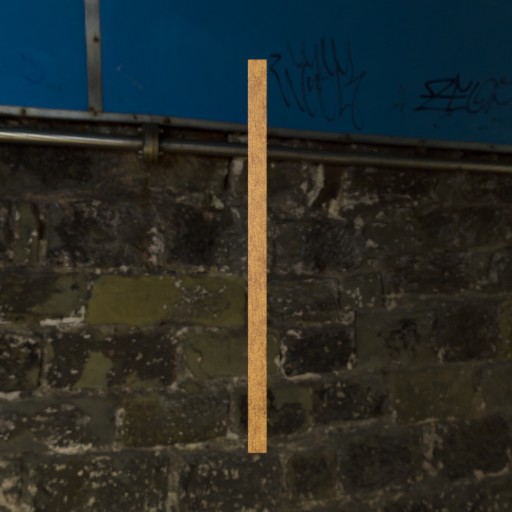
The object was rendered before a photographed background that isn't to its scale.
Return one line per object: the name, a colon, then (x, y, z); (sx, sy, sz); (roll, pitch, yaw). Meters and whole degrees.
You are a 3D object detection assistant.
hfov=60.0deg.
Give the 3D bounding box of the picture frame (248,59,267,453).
picture frame: (0.000, 0.000, 1.161); (0.029, 0.621, 0.922); (0, 0, 0)
